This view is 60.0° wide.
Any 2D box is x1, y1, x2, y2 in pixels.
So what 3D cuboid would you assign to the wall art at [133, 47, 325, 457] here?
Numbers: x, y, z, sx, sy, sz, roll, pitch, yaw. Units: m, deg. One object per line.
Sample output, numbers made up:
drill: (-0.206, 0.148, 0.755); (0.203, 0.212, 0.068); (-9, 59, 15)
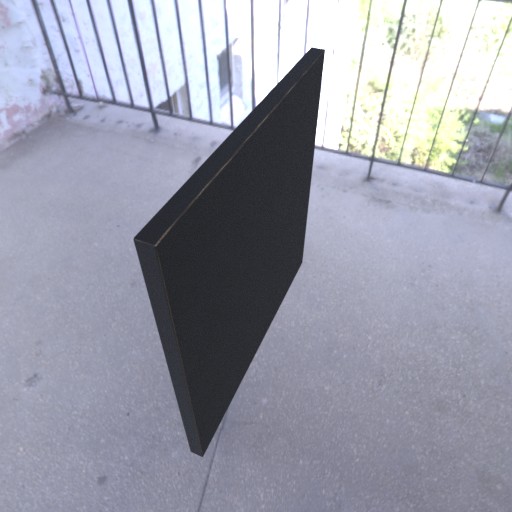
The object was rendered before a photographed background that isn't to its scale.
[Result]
wall art: (0.000, 0.000, 0.448); (0.015, 0.303, 0.304); (17, 48, 17)
